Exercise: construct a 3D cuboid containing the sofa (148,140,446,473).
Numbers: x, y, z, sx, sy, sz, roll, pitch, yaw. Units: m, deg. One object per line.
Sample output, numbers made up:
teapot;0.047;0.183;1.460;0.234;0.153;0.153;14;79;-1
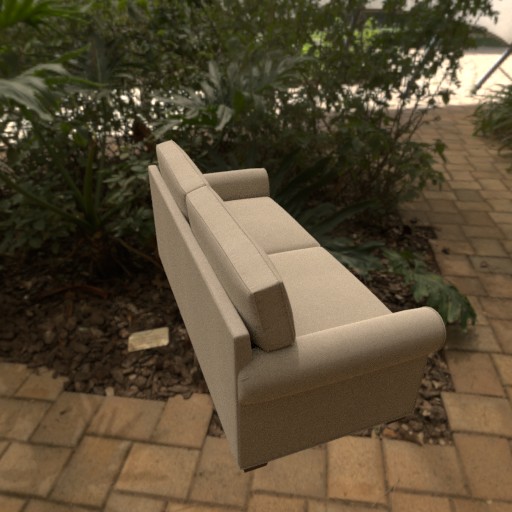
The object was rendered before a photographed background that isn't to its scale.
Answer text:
sofa;0.000;0.000;2.600;0.901;0.962;2.146;-10;31;-18
